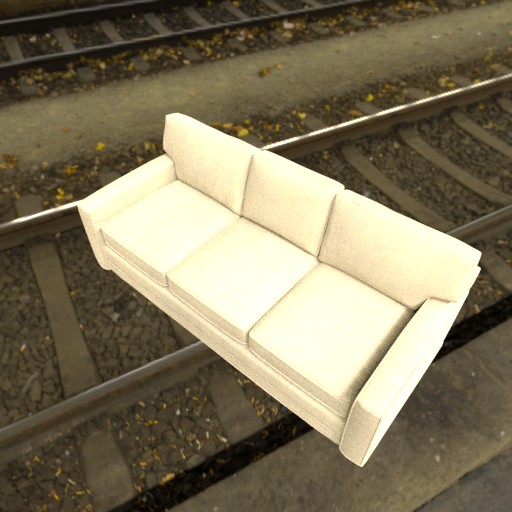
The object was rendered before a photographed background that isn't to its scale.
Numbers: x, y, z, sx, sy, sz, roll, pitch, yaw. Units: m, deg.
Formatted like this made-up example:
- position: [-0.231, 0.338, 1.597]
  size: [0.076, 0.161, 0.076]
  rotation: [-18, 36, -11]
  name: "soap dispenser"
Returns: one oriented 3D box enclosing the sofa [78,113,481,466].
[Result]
- position: [0.000, 0.000, 2.538]
  size: [2.093, 0.862, 0.936]
  rotation: [31, 53, 27]
  name: "sofa"
